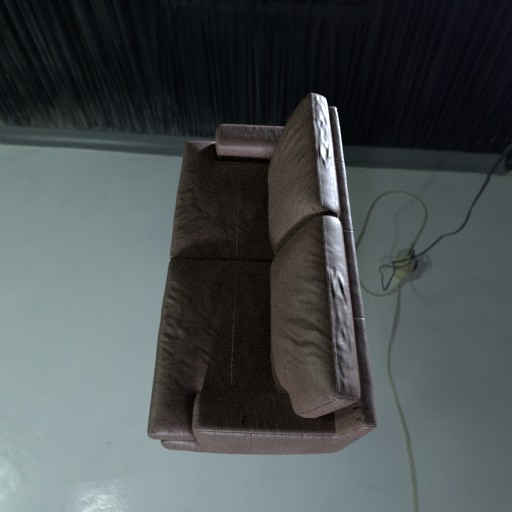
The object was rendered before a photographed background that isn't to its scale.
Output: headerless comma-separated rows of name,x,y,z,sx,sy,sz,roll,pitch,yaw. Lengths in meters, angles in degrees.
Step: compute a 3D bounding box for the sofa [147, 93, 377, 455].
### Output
sofa,0.000,0.000,2.829,1.143,0.941,2.261,0,58,0
